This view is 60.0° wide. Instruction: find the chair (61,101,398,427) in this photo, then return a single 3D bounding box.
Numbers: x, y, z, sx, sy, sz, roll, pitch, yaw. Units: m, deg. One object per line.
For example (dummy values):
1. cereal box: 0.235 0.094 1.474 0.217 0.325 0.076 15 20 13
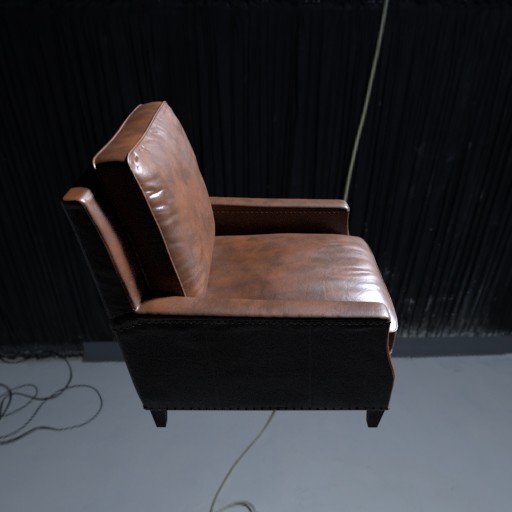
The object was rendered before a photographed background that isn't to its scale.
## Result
1. chair: 0.000 0.000 1.753 1.035 1.054 0.854 0 33 0
